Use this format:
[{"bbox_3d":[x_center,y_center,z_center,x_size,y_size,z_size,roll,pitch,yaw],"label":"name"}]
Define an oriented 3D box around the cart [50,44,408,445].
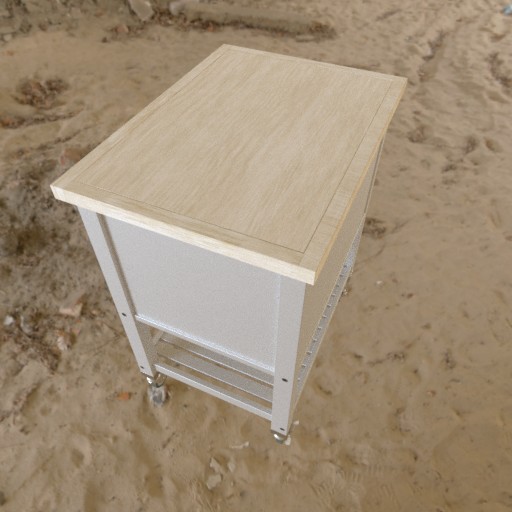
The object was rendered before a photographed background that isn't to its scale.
[{"bbox_3d":[0.000,0.000,1.376,0.559,0.914,0.762,18,50,16],"label":"cart"}]
